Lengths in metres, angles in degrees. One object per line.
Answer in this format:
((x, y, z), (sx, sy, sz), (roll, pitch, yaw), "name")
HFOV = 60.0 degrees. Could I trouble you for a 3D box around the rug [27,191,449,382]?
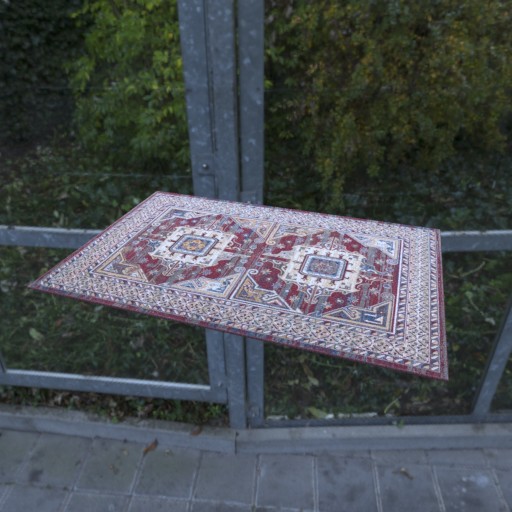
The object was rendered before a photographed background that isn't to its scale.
((0.000, 0.000, 5.757), (4.578, 0.033, 3.033), (10, 32, 16), "rug")
